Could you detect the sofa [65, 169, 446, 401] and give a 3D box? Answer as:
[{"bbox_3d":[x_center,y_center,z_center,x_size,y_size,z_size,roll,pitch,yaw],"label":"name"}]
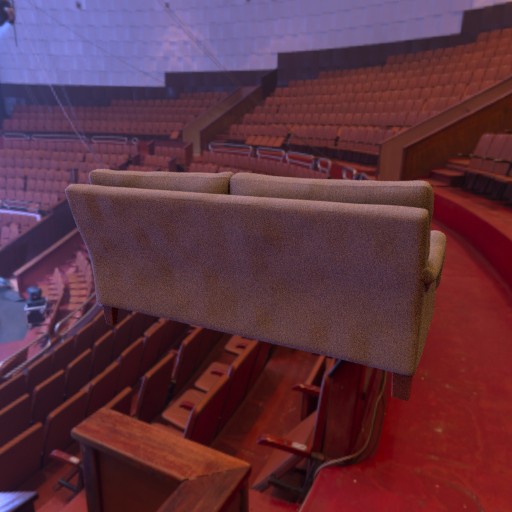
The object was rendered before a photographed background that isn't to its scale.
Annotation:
[{"bbox_3d":[0.000,0.000,2.832,2.193,1.096,1.069,8,17,26],"label":"sofa"}]
